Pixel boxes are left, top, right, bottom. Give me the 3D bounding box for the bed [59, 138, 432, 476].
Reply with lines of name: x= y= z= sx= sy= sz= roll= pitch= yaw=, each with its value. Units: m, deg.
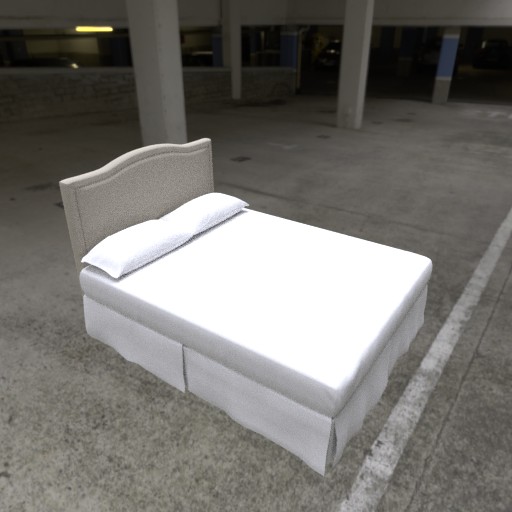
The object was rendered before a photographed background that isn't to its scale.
bed: x=0.000 y=0.000 z=3.632 sx=2.477 sy=1.437 sz=1.977 roll=18 pitch=33 yaw=30
